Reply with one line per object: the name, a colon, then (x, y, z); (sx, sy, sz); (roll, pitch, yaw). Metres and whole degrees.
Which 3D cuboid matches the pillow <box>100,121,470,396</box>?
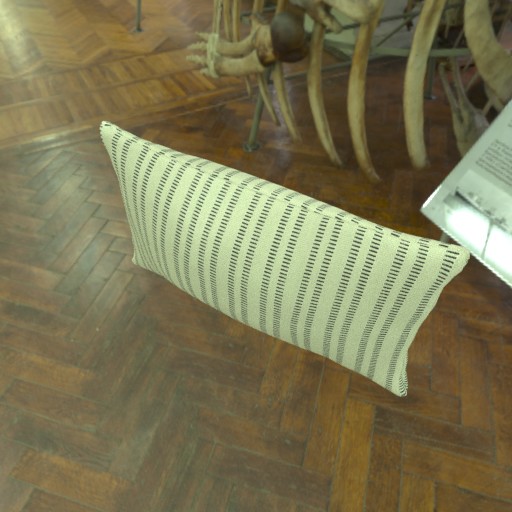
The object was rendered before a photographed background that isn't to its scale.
pillow: (0.000, 0.000, 0.790); (0.640, 0.353, 0.210); (23, 50, 21)
